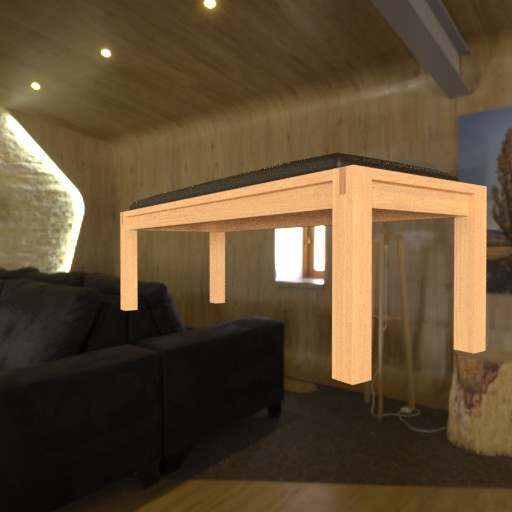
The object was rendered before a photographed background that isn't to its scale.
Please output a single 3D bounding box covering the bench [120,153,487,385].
[{"bbox_3d":[0.000,0.000,1.383,0.450,0.430,1.202,-1,1,-36],"label":"bench"}]
